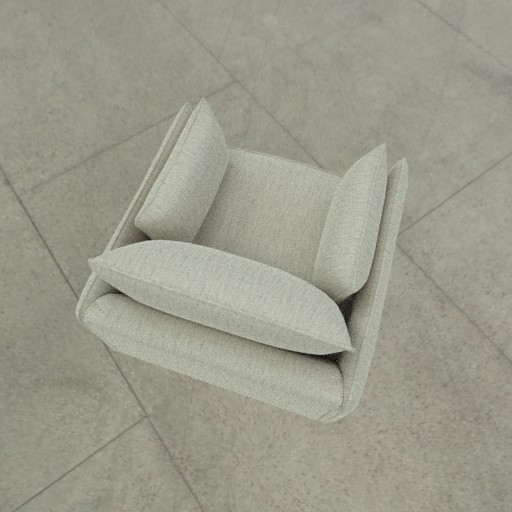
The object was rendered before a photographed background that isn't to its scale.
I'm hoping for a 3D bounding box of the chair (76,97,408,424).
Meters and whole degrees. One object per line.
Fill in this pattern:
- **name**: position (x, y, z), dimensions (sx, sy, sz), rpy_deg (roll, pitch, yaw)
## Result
- **chair**: position (0.000, 0.000, 1.745), dimensions (0.994, 0.855, 0.991), rpy_deg (17, 66, 8)
